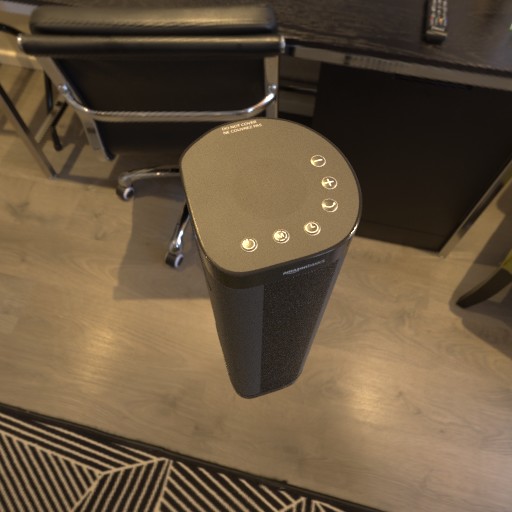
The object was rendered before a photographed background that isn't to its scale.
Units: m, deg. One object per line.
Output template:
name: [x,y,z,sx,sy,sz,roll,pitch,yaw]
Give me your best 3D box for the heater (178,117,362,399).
heater: [0.000,0.000,0.688,0.174,0.552,0.312,-15,63,-8]
